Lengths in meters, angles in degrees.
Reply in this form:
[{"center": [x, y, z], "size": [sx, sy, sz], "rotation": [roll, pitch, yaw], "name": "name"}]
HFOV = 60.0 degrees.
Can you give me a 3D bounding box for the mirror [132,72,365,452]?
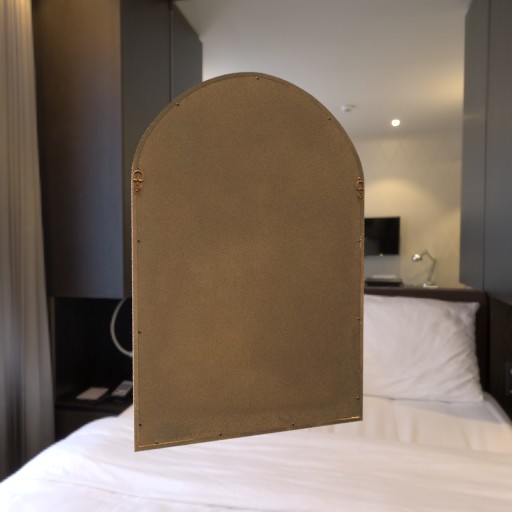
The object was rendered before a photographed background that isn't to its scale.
[{"center": [0.000, 0.000, 1.132], "size": [0.609, 0.915, 0.032], "rotation": [-1, 2, -18], "name": "mirror"}]
